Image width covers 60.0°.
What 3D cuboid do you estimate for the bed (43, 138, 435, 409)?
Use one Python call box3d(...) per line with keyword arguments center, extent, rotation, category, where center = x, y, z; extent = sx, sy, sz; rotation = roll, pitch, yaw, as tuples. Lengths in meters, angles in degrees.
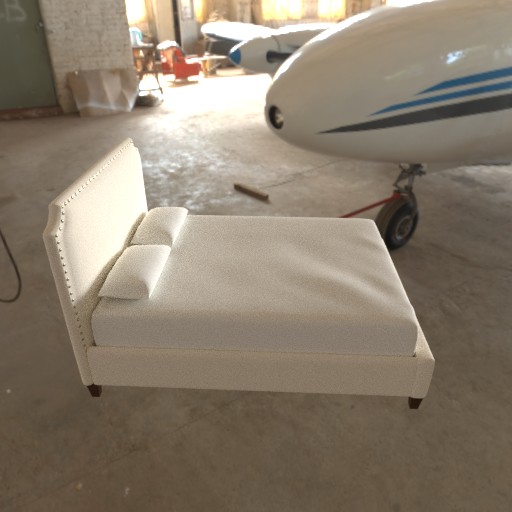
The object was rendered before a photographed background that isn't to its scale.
box3d(center=(0.000, 0.000, 3.443), extent=(2.365, 1.443, 1.712), rotation=(1, 30, 2), category="bed")
